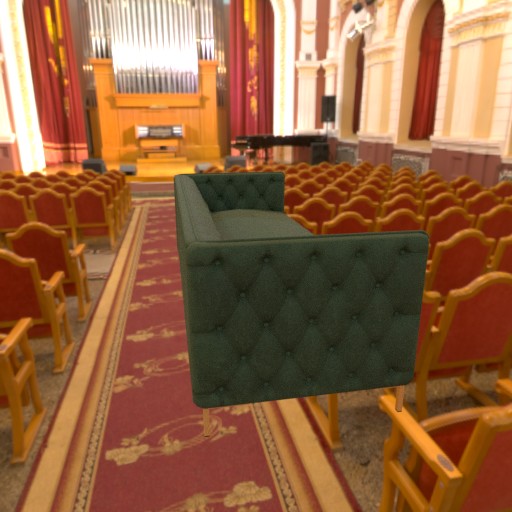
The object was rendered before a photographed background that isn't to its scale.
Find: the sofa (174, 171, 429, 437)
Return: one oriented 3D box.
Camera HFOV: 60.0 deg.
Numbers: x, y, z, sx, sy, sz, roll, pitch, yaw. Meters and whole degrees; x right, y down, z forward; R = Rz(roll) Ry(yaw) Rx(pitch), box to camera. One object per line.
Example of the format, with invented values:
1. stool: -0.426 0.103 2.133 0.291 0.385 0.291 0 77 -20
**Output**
1. sofa: 0.000 0.000 2.634 0.895 0.771 2.209 -3 17 -11
